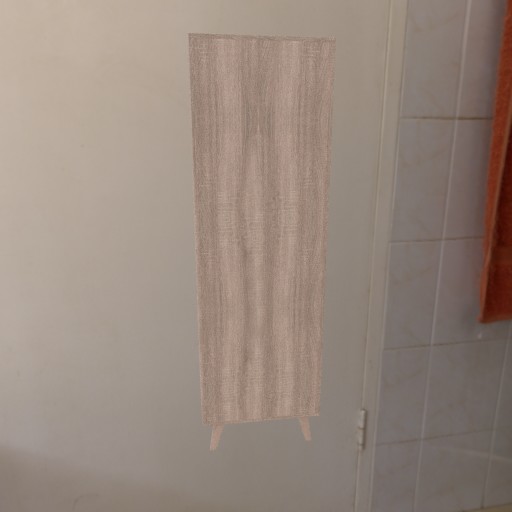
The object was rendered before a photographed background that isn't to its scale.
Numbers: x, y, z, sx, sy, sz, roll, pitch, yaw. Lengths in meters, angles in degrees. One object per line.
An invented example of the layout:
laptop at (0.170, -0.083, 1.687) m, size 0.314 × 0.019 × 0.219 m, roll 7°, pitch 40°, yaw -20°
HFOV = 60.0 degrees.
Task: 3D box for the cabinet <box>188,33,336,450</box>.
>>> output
cabinet at (0.000, 0.000, 2.124) m, size 0.570 × 1.850 × 0.400 m, roll -2°, pitch 15°, yaw -8°
